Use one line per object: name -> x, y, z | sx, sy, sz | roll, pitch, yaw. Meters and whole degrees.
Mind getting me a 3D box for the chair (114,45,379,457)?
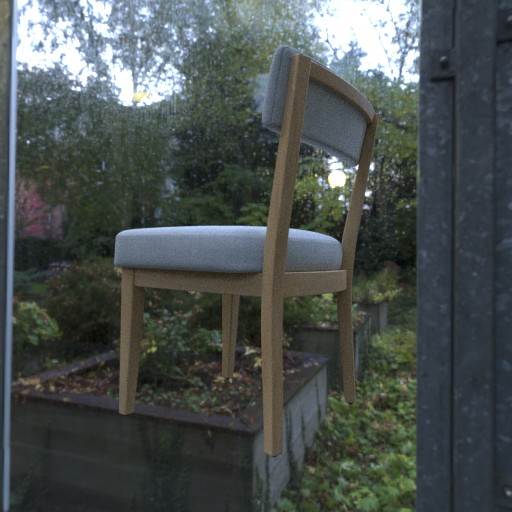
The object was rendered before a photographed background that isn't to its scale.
chair -> 0.000, 0.000, 1.188 | 0.572, 0.832, 0.508 | 0, -1, 34
